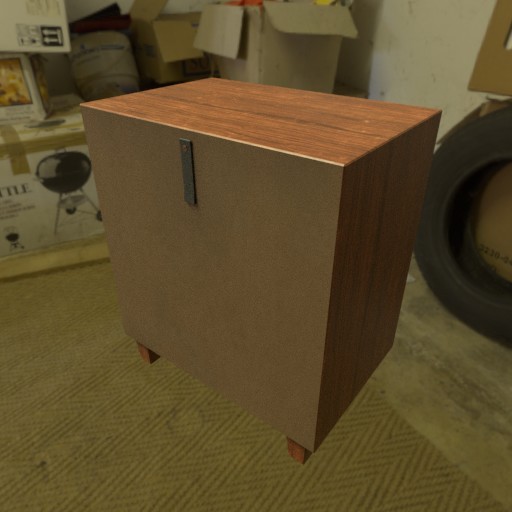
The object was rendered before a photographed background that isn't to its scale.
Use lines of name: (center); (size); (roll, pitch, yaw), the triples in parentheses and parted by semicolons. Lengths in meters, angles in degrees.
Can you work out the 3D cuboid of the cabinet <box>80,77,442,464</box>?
cabinet: (0.000, 0.000, 1.064); (0.607, 0.695, 0.410); (22, 37, 32)
